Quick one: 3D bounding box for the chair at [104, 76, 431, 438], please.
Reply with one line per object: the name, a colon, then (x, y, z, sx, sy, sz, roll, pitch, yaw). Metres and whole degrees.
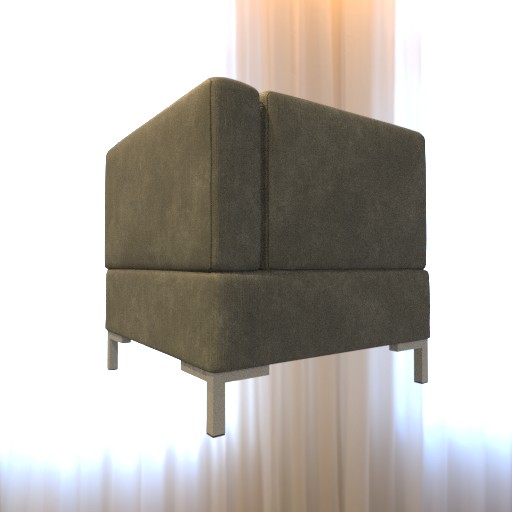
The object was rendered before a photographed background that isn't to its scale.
chair: (0.000, 0.000, 1.235, 0.680, 0.660, 0.680, 1, -1, -35)
